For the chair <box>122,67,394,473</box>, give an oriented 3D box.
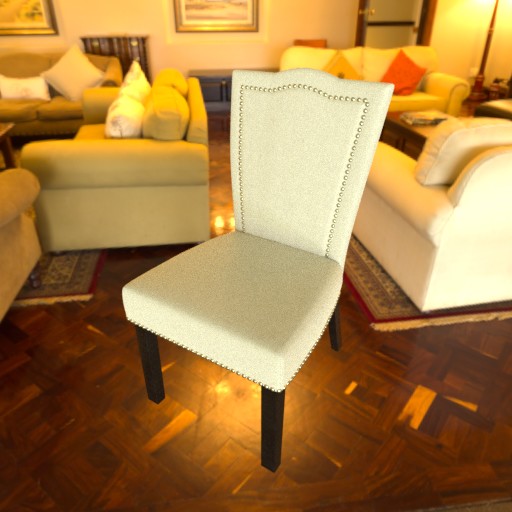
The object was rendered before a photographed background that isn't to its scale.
[{"bbox_3d":[0.000,0.000,1.267,0.518,0.946,0.589,18,35,28],"label":"chair"}]
